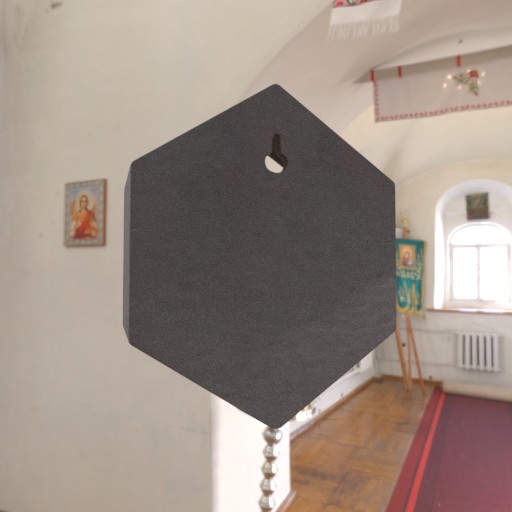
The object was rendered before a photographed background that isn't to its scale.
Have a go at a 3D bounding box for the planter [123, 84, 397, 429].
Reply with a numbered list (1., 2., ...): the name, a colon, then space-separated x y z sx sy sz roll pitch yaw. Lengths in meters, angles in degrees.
1. planter: 0.000 0.000 0.300 0.169 0.206 0.077 1 -2 -19
